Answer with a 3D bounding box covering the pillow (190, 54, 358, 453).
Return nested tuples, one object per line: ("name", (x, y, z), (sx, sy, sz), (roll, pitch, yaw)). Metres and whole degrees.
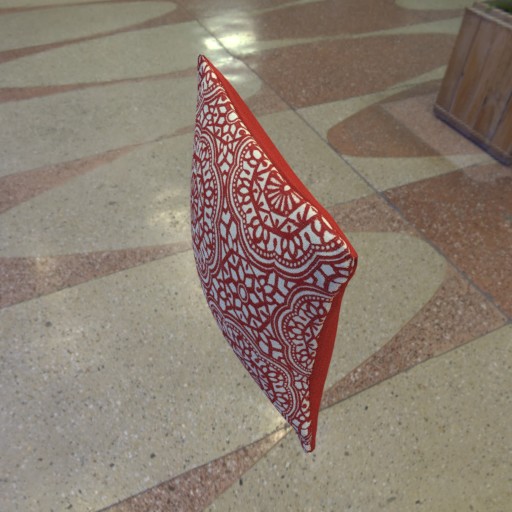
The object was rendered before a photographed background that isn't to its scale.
("pillow", (0.000, 0.000, 0.642), (0.162, 0.419, 0.438), (-16, 48, -15))
